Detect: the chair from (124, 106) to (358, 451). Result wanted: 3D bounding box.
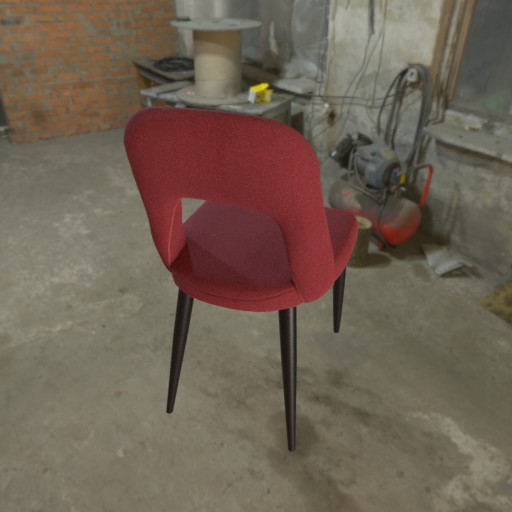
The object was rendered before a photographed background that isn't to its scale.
[{"bbox_3d":[0.000,0.000,1.196,0.483,0.892,0.569,11,34,17],"label":"chair"}]
